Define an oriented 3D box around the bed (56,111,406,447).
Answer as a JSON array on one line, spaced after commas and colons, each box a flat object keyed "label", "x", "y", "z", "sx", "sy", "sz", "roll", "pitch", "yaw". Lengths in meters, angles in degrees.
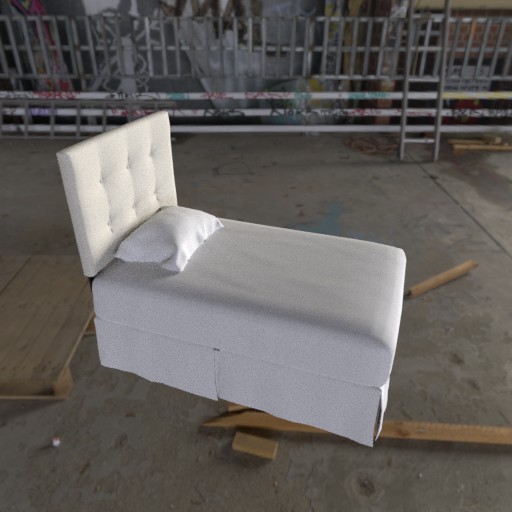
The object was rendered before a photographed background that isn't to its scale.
[{"label": "bed", "x": 0.000, "y": 0.000, "z": 3.018, "sx": 1.997, "sy": 1.571, "sz": 1.261, "roll": 10, "pitch": 32, "yaw": 17}]
